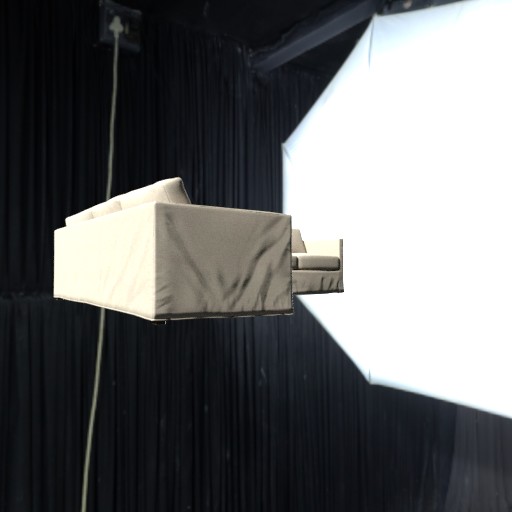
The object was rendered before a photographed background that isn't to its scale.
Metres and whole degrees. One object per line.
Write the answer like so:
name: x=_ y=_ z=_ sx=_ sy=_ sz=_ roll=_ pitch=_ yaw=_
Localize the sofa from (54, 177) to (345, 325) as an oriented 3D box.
sofa: x=0.000 y=0.000 z=4.333 sx=3.182 sy=0.871 sz=2.432 roll=1 pitch=-2 yaw=-37
